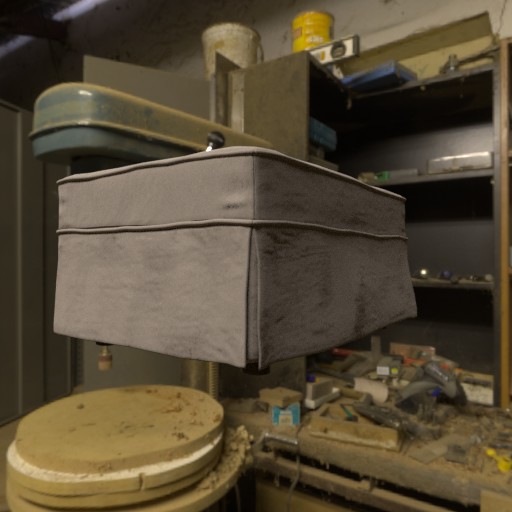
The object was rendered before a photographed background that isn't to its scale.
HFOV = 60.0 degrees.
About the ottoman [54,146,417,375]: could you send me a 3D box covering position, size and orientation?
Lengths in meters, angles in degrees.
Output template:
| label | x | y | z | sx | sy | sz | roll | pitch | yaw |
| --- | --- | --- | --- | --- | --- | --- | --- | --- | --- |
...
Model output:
| label | x | y | z | sx | sy | sz | roll | pitch | yaw |
| --- | --- | --- | --- | --- | --- | --- | --- | --- | --- |
| ottoman | 0.000 | 0.000 | 1.330 | 0.703 | 0.479 | 0.944 | 0 | 0 | 36 |
